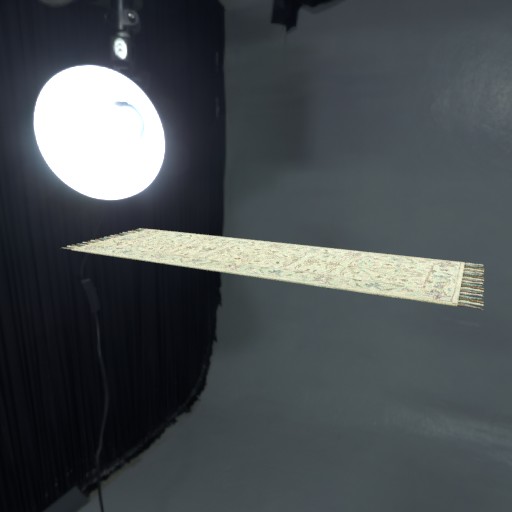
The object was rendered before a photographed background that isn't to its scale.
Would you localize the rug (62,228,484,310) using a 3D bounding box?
[{"bbox_3d":[0.000,0.000,2.651,2.440,0.013,0.769,7,16,26],"label":"rug"}]
